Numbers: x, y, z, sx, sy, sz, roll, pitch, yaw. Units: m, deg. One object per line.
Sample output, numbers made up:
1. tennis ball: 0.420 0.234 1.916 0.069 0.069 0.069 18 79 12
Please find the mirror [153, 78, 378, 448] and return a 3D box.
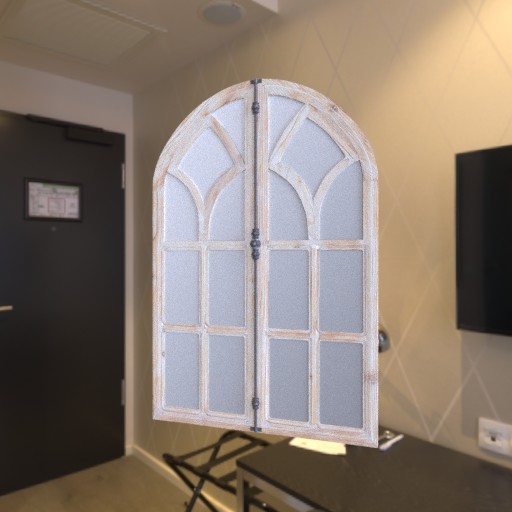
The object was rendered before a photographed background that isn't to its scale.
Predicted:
1. mirror: 0.000 0.000 1.149 0.609 0.915 0.032 0 0 18
